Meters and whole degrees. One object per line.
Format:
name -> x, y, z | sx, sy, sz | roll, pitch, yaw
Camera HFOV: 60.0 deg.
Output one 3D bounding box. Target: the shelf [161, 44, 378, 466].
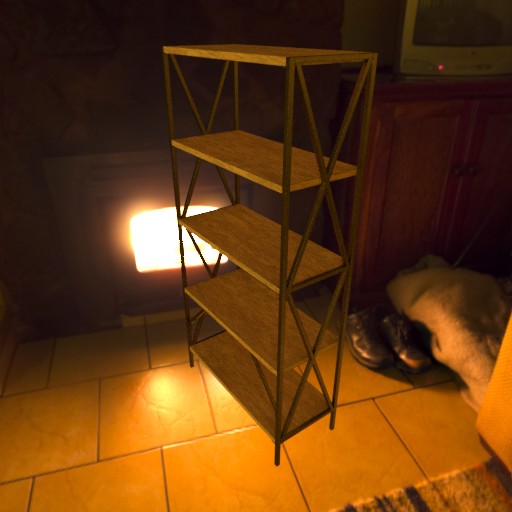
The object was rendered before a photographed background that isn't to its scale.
shelf -> 0.000, 0.000, 2.130 | 0.386, 1.803, 0.874 | -19, 33, -31
